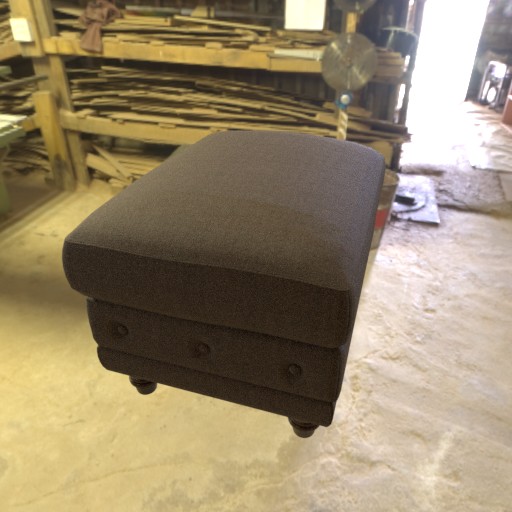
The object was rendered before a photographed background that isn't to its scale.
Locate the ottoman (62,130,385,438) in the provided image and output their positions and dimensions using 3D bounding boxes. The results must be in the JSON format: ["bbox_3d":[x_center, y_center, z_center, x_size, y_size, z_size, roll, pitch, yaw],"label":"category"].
[{"bbox_3d":[0.000,0.000,1.221,0.599,0.555,0.809,9,32,15],"label":"ottoman"}]
